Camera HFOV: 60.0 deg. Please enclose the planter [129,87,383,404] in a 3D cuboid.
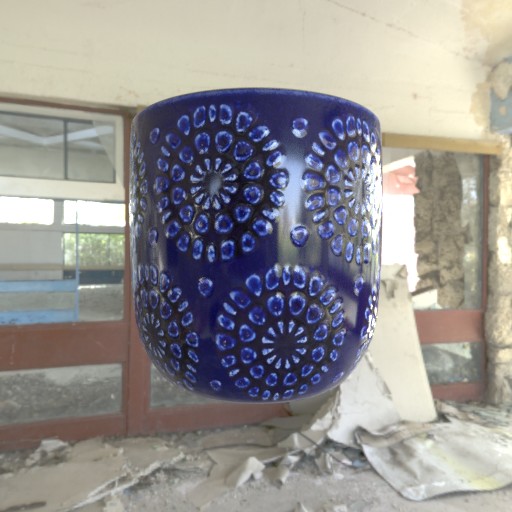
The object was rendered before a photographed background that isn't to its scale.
[{"bbox_3d":[0.000,0.000,0.199,0.109,0.112,0.109,0,0,0],"label":"planter"}]
